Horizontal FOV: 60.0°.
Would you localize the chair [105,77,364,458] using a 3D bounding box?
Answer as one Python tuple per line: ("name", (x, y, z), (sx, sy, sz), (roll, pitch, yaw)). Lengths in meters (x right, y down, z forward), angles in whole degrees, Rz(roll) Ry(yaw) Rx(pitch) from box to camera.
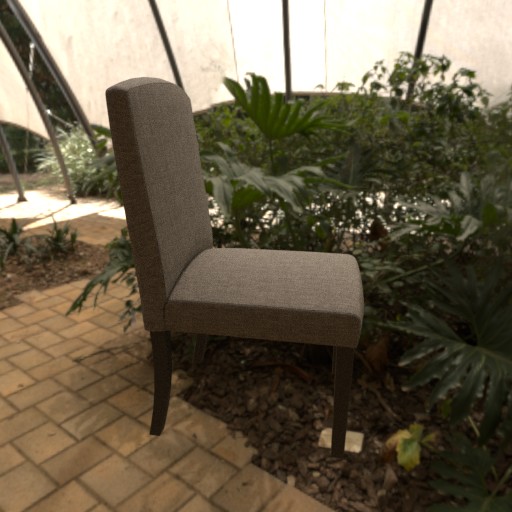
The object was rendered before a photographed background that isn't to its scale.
("chair", (0.000, 0.000, 1.216), (0.580, 0.917, 0.451), (3, 17, 9))
